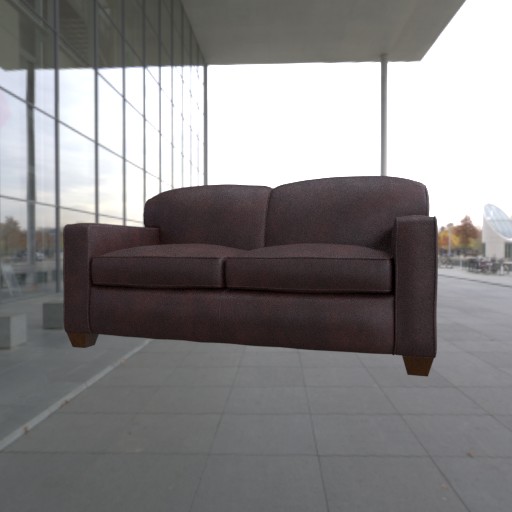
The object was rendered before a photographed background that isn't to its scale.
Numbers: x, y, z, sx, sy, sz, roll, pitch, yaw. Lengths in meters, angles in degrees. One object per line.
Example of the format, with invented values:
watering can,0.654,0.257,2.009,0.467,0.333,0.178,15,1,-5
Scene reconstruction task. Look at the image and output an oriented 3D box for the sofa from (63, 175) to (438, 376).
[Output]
sofa,0.000,0.000,2.480,1.856,0.966,1.000,0,1,18
